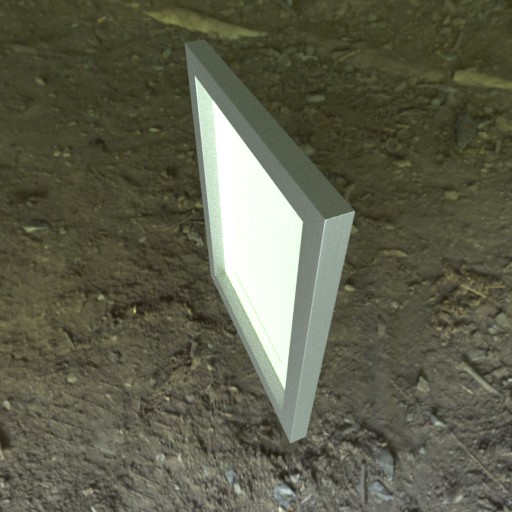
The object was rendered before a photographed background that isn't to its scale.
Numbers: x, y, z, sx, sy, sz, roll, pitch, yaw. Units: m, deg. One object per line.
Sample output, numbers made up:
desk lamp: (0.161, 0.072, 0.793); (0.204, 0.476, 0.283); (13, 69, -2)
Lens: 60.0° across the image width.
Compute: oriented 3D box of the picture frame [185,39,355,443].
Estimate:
picture frame: (0.000, 0.000, 0.527); (0.036, 0.386, 0.307); (-17, 50, -16)
